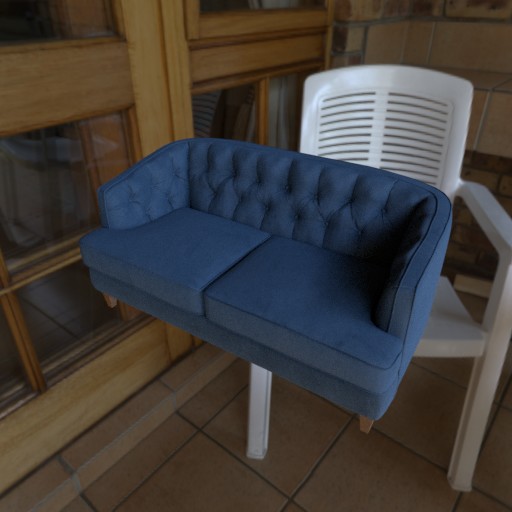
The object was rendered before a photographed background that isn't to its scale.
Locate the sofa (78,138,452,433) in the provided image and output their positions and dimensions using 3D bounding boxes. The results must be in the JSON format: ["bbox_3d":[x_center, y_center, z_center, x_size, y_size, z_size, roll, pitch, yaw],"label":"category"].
[{"bbox_3d":[0.000,0.000,2.301,1.733,0.854,0.941,19,36,28],"label":"sofa"}]
